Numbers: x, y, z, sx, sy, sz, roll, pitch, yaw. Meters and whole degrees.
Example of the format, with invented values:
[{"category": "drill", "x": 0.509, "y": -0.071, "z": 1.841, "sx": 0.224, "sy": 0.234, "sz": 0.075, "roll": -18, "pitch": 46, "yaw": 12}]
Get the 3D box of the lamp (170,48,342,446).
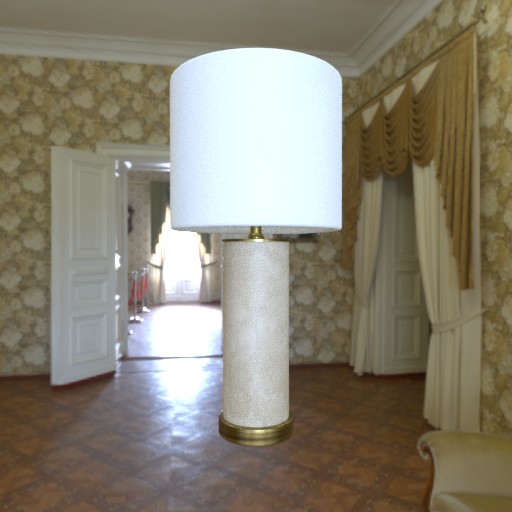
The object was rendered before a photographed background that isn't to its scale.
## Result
[{"category": "lamp", "x": 0.000, "y": 0.000, "z": 0.803, "sx": 0.305, "sy": 0.634, "sz": 0.305, "roll": 0, "pitch": 1, "yaw": 34}]
